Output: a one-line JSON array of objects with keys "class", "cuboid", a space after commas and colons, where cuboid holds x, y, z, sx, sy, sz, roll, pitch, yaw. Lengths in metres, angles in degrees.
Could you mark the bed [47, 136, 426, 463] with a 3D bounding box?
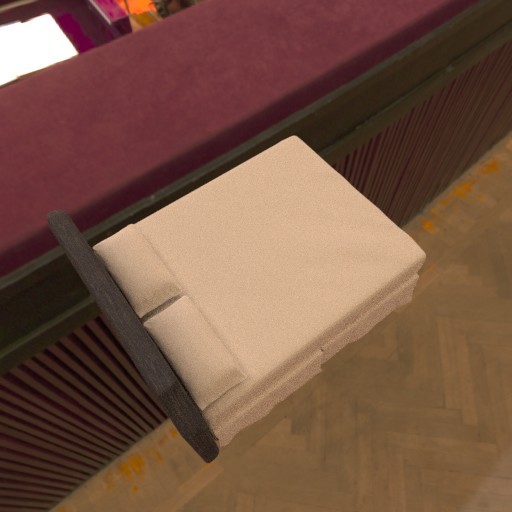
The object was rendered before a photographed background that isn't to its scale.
[{"class": "bed", "cuboid": [0.000, 0.000, 3.183, 2.116, 1.290, 1.693, -33, 65, -18]}]
